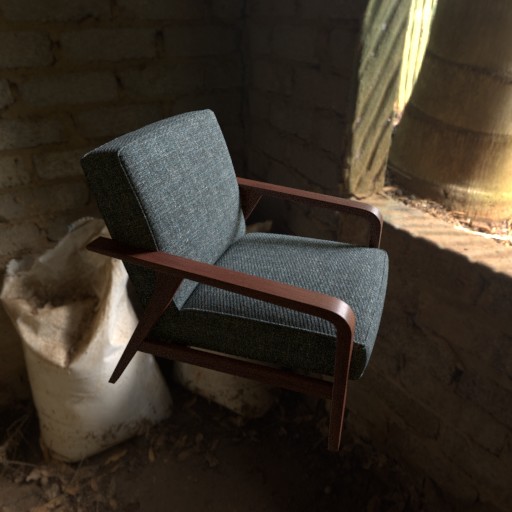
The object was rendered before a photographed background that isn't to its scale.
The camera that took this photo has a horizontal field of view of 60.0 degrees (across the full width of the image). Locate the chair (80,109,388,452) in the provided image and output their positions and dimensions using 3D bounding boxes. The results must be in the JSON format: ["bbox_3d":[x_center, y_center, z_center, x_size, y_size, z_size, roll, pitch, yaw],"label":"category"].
[{"bbox_3d":[0.000,0.000,1.535,0.889,0.864,0.719,10,31,17],"label":"chair"}]
